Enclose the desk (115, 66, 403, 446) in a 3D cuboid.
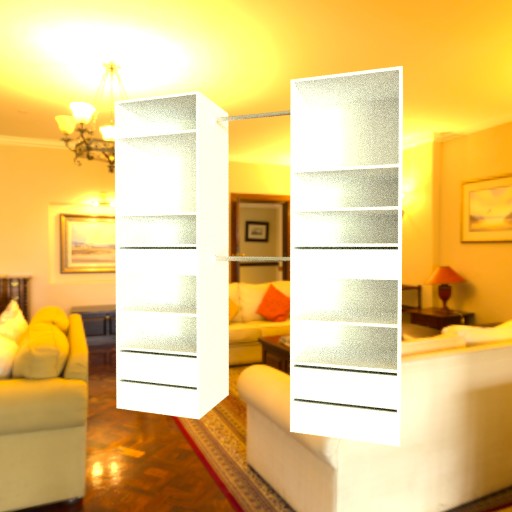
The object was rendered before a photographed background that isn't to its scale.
[{"bbox_3d":[0.000,0.000,2.838,1.770,2.000,0.480,0,1,19],"label":"desk"}]
